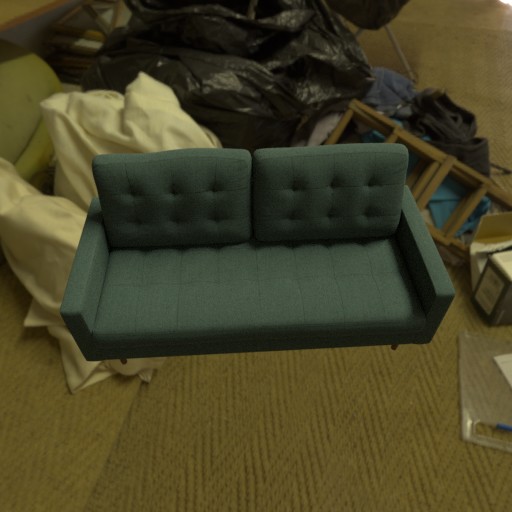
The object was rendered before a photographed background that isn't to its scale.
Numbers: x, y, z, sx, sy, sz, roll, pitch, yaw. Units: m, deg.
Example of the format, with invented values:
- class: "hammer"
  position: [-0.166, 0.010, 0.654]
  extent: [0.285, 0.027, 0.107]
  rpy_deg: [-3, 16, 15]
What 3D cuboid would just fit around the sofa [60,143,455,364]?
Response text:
- class: "sofa"
  position: [0.000, 0.000, 2.618]
  extent: [2.010, 1.050, 0.966]
  rpy_deg: [-3, 48, -2]
